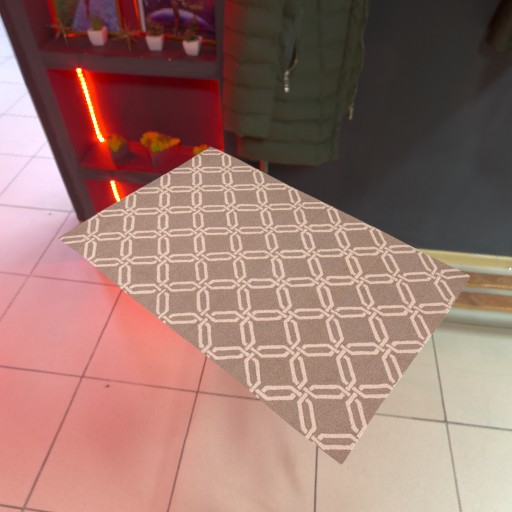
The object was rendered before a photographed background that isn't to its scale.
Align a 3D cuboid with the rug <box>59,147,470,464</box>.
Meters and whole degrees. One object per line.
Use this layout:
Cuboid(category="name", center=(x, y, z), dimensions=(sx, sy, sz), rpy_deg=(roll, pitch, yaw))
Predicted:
Cuboid(category="rug", center=(0.000, 0.000, 2.209), dimensions=(1.748, 0.010, 1.142), rpy_deg=(32, 54, 27))
